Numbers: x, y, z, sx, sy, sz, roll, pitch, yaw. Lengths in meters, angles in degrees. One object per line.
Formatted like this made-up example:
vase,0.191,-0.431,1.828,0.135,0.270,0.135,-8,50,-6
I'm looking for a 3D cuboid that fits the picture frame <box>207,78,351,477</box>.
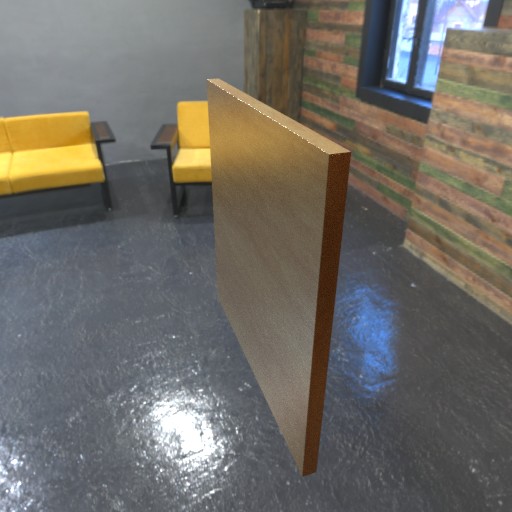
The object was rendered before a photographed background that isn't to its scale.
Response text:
picture frame,0.000,0.000,1.151,0.037,0.761,0.758,-10,31,-17
